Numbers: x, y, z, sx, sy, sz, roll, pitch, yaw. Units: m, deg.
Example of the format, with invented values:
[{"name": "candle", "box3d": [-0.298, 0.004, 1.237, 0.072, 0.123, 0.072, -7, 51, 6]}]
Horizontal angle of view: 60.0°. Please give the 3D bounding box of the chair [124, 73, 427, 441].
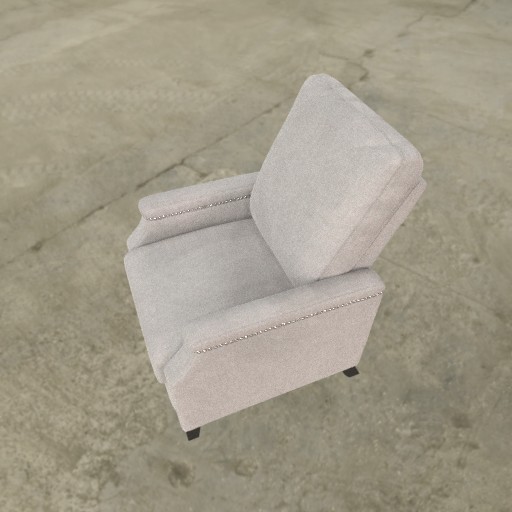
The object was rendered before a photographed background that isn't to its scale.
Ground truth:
[{"name": "chair", "box3d": [0.000, 0.000, 1.628, 0.922, 1.049, 0.710, -16, 49, -15]}]
